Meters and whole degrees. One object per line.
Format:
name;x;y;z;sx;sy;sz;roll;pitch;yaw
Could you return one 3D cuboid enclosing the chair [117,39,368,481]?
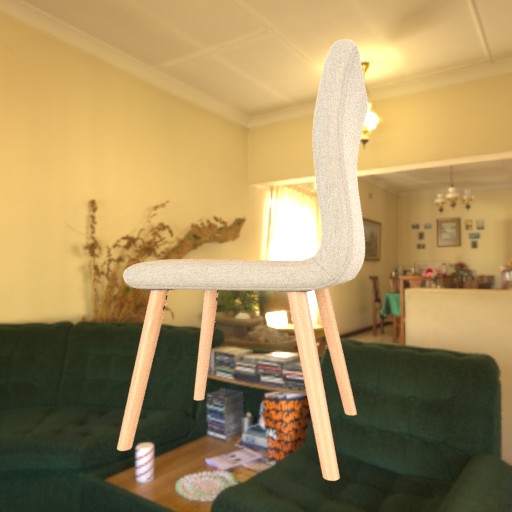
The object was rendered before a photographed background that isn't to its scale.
chair;0.000;0.000;1.143;0.550;0.885;0.435;-1;-2;17
